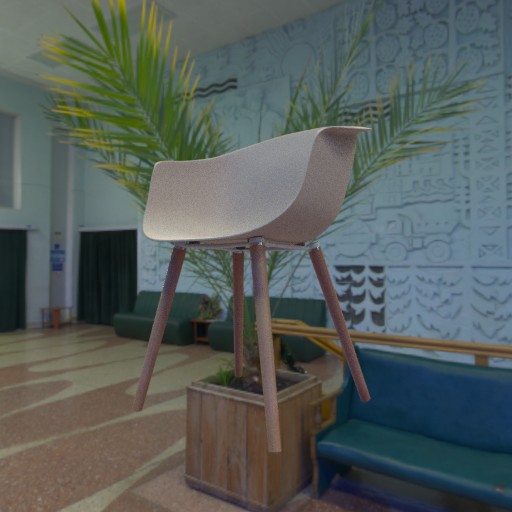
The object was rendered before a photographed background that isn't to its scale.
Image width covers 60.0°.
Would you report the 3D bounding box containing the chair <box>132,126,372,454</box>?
[{"bbox_3d":[0.000,0.000,1.167,0.593,0.781,0.504,-1,-1,37],"label":"chair"}]
